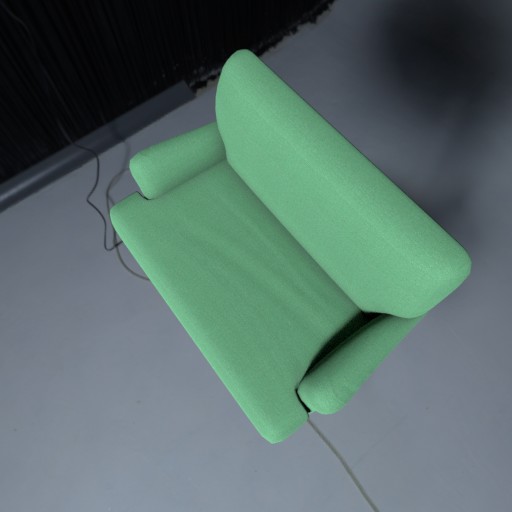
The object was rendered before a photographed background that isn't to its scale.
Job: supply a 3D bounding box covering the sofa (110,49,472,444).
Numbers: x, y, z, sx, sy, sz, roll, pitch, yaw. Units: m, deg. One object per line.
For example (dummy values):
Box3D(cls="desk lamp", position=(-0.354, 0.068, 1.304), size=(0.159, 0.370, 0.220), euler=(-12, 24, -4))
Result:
Box3D(cls="sofa", position=(0.000, 0.000, 1.800), size=(0.779, 0.889, 1.297), euler=(-34, 69, -15))
